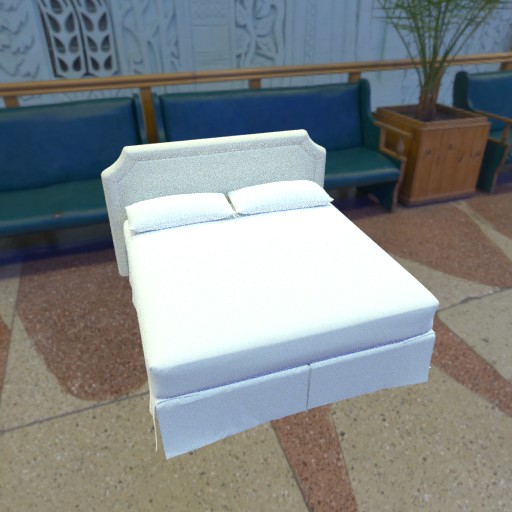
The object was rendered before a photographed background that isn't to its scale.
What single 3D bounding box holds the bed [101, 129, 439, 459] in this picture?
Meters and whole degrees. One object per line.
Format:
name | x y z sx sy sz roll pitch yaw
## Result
bed | 0.000 0.000 3.527 2.160 1.301 2.204 -10 33 -16
